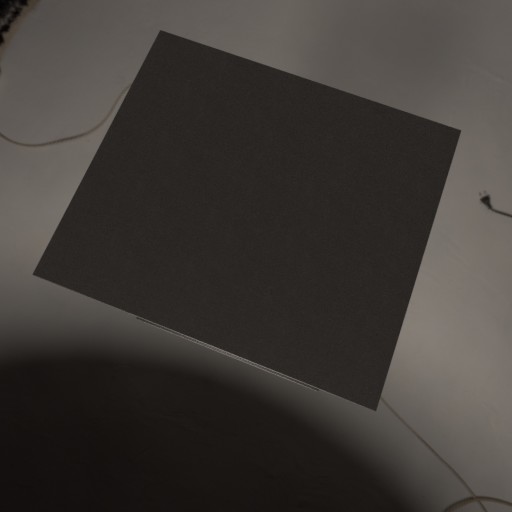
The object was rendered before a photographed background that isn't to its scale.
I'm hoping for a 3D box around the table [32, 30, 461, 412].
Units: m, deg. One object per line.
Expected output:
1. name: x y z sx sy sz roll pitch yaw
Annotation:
1. table: 0.000 0.000 0.886 0.460 0.610 0.399 21 77 5
